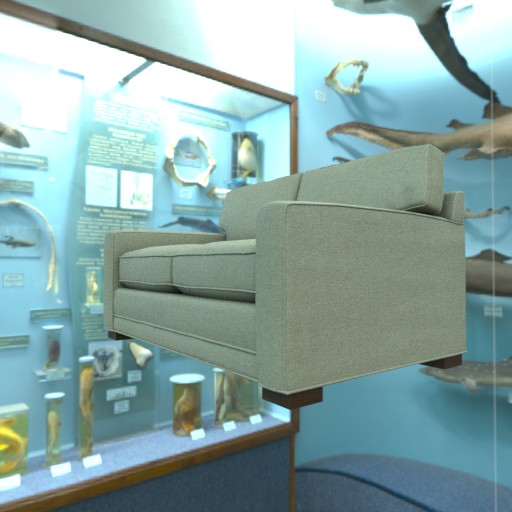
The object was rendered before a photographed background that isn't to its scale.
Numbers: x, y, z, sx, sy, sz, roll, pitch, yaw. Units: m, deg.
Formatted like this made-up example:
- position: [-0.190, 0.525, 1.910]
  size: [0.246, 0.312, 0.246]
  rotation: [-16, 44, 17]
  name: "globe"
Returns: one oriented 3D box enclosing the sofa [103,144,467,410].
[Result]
- position: [0.000, 0.000, 2.032]
  size: [0.940, 0.853, 1.484]
  rotation: [1, -1, -37]
  name: "sofa"
